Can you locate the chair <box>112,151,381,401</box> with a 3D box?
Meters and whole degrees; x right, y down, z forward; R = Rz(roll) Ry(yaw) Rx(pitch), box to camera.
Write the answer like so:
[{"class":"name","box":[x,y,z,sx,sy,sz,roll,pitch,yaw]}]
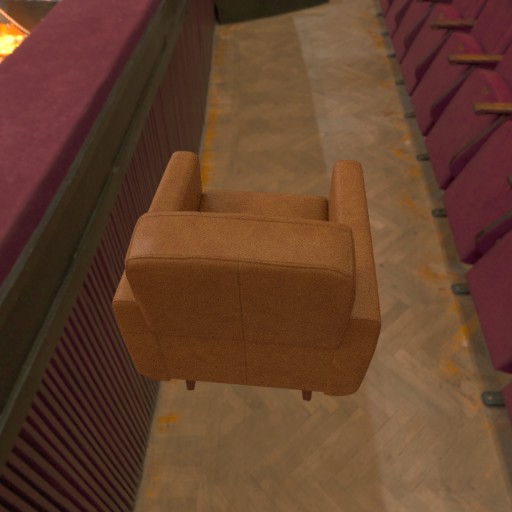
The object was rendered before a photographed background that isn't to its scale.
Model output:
[{"class":"chair","box":[0.000,0.000,1.719,0.845,0.968,0.942,4,47,4]}]
